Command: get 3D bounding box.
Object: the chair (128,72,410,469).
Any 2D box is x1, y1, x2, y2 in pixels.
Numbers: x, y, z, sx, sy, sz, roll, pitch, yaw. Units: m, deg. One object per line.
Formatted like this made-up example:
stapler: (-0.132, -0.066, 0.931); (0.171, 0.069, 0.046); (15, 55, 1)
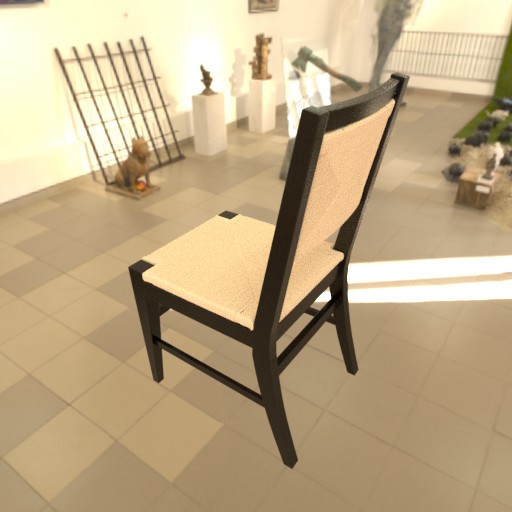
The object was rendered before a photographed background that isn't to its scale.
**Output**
chair: (0.000, 0.000, 1.211); (0.552, 0.927, 0.437); (20, 36, 29)
